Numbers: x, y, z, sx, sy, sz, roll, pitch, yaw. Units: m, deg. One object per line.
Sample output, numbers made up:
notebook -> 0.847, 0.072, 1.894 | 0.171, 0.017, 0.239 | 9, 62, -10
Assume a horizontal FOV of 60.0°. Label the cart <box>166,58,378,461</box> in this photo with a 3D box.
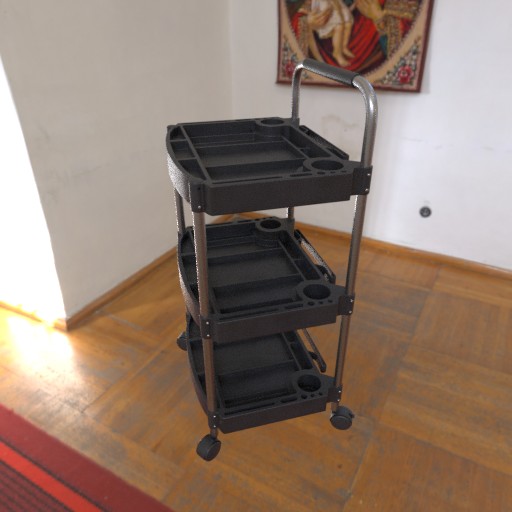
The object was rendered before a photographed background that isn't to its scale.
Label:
cart -> 0.000, 0.000, 1.364 | 0.518, 1.075, 0.584 | -8, 31, -13
